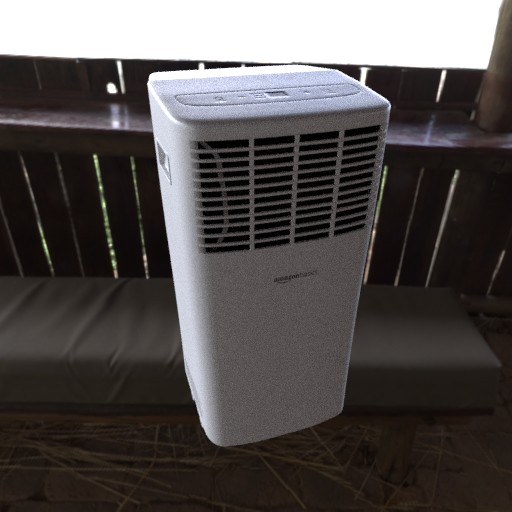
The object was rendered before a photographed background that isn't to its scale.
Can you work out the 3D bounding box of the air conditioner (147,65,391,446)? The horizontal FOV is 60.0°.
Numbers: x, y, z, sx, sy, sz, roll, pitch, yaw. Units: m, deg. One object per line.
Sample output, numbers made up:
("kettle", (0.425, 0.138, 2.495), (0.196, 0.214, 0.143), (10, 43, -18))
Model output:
("air conditioner", (0.000, 0.000, 0.804), (0.304, 0.606, 0.349), (-10, 33, -15))
